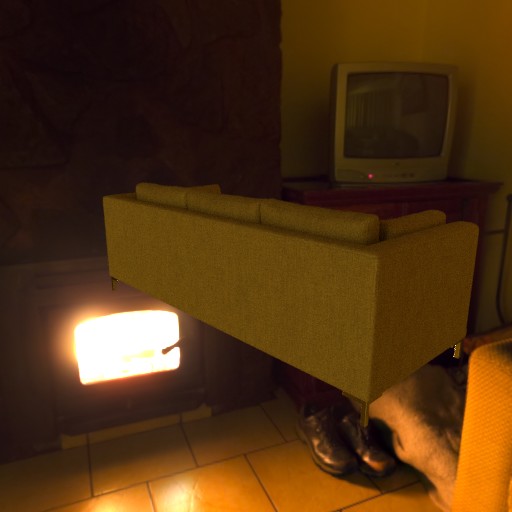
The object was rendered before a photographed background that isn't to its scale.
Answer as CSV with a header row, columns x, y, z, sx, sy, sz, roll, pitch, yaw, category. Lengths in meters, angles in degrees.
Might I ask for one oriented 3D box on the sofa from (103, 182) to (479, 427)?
x,y,z,sx,sy,sz,roll,pitch,yaw,category
0.000,0.000,2.916,0.969,0.867,2.415,-13,20,-41,sofa
